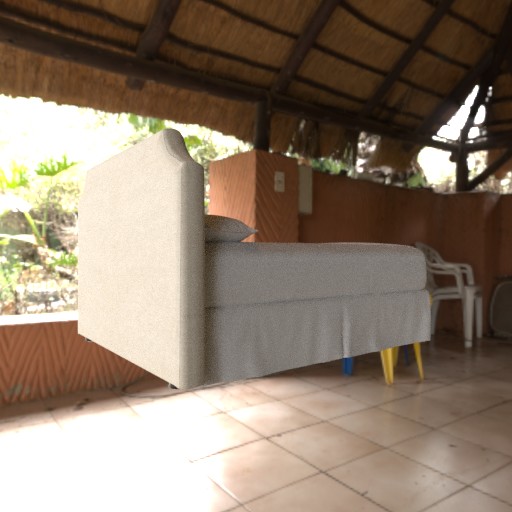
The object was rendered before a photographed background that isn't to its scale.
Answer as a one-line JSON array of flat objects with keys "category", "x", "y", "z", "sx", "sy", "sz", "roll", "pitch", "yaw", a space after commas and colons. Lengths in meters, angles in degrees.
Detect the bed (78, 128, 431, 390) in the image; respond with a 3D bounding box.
[{"category": "bed", "x": 0.000, "y": 0.000, "z": 3.383, "sx": 2.164, "sy": 1.297, "sz": 1.828, "roll": 0, "pitch": 0, "yaw": -36}]
